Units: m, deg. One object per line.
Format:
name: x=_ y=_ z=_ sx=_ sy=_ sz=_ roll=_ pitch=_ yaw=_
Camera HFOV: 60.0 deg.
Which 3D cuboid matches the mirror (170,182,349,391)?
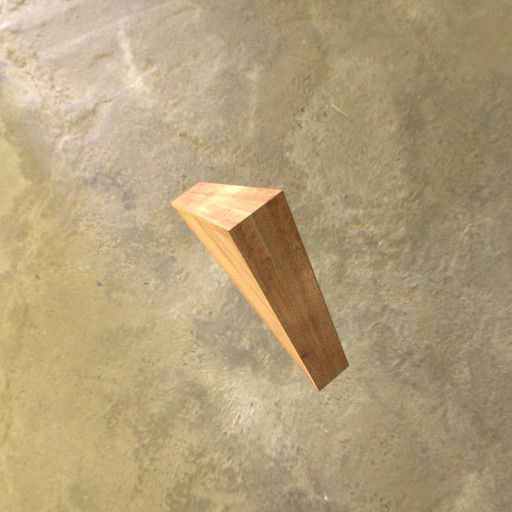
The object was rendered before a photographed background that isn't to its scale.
mirror: x=0.000 y=0.000 z=0.895 sx=0.100 sy=0.548 sz=0.631 roll=-38 pitch=79 yaw=-8
